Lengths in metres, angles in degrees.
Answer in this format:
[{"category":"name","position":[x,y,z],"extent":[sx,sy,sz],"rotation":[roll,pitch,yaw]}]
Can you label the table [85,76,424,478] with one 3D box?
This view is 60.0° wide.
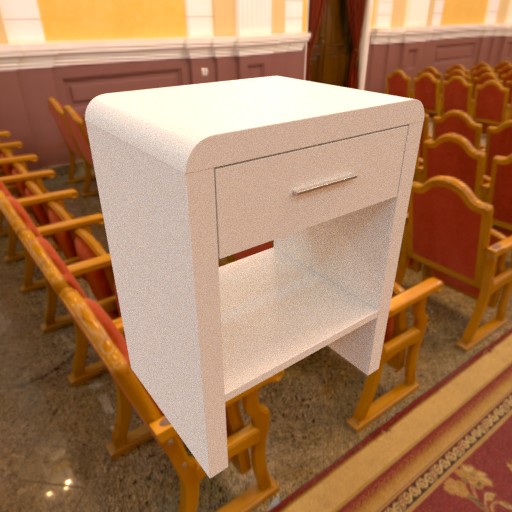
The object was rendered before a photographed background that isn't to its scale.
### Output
[{"category":"table","position":[0.000,0.000,0.860],"extent":[0.450,0.590,0.350],"rotation":[-20,35,-32]}]
